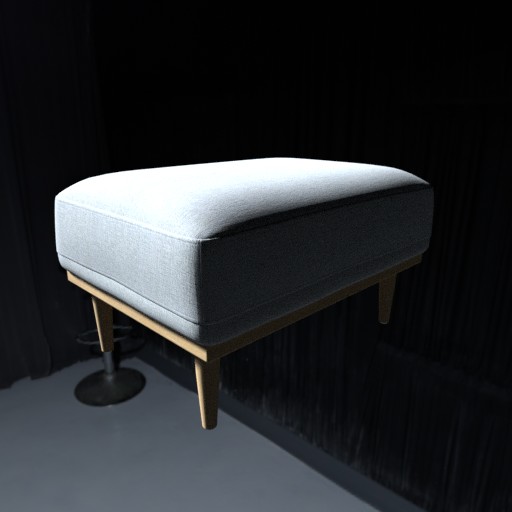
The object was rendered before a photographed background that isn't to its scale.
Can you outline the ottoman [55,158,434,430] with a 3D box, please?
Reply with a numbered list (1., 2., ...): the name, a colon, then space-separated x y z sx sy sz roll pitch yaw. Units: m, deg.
1. ottoman: 0.000 0.000 1.068 0.749 0.428 0.549 -17 24 -42
